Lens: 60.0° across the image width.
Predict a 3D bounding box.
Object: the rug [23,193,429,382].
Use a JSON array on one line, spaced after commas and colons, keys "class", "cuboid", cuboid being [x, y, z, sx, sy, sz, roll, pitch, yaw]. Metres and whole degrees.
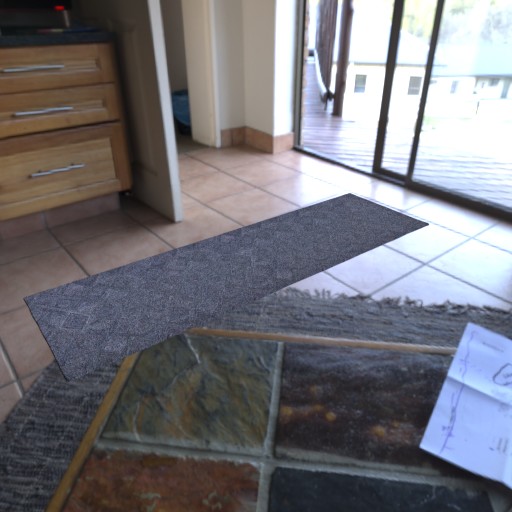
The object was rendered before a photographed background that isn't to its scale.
[{"class": "rug", "cuboid": [0.000, 0.000, 2.499, 2.296, 0.011, 0.691, -20, 35, -32]}]
